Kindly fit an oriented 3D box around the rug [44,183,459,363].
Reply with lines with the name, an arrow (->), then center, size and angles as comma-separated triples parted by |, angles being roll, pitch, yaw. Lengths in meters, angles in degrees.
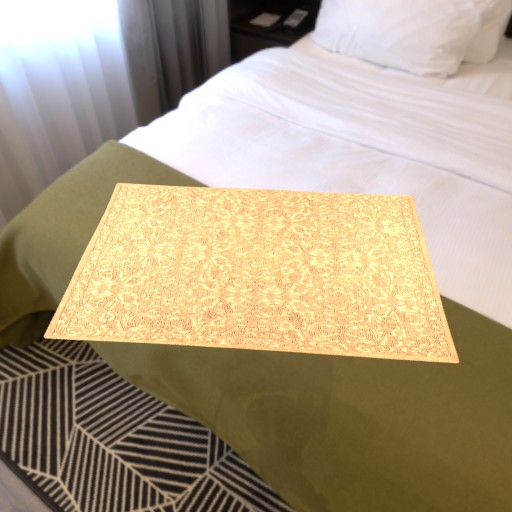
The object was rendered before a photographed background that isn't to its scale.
rug -> 0.000, 0.000, 3.109 | 2.435, 0.012, 1.529 | 3, 46, 3
